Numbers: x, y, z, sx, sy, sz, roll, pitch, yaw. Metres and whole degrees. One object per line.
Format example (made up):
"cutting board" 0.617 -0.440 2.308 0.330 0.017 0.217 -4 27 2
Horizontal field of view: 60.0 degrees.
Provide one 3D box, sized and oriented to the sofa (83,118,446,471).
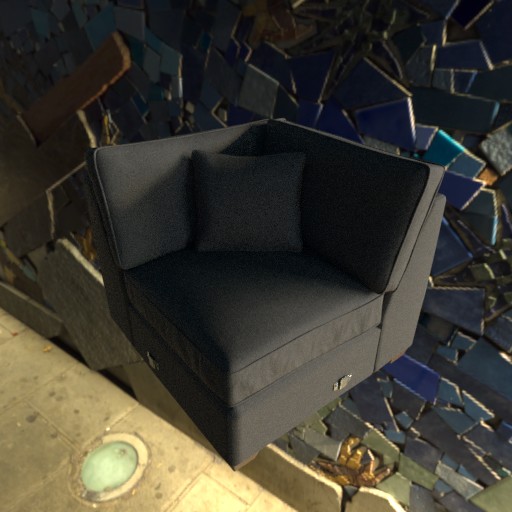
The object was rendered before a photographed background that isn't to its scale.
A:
"sofa" 0.000 0.000 1.962 1.084 1.002 1.146 -21 36 -32
